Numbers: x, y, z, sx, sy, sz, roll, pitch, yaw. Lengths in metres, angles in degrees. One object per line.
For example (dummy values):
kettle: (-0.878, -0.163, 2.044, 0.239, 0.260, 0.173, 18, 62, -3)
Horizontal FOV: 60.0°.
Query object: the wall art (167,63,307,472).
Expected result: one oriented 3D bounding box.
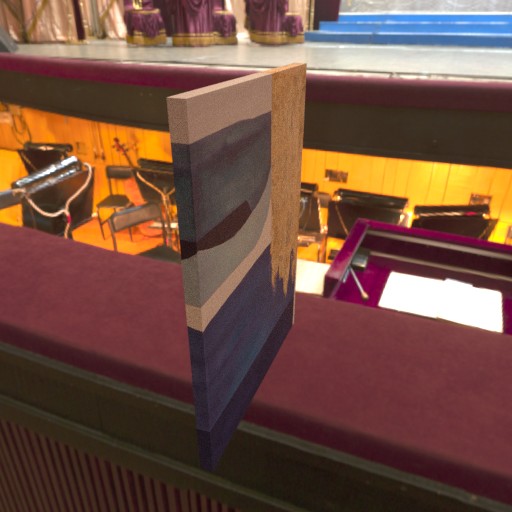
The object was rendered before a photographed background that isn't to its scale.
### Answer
wall art: (0.000, 0.000, 0.809, 0.026, 0.613, 0.458, 11, 30, 19)
